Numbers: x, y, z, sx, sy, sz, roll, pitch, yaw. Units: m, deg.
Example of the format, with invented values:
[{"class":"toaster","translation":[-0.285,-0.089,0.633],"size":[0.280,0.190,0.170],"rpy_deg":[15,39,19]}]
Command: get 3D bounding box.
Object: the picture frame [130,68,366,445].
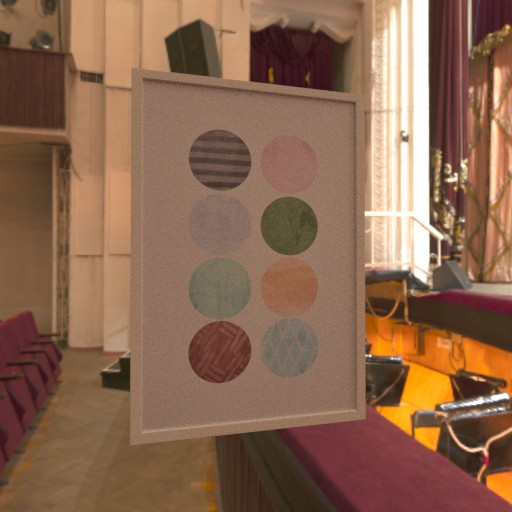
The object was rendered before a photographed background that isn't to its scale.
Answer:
[{"class":"picture frame","translation":[0.000,0.000,0.841],"size":[0.457,0.657,0.013],"rpy_deg":[0,-1,-16]}]
